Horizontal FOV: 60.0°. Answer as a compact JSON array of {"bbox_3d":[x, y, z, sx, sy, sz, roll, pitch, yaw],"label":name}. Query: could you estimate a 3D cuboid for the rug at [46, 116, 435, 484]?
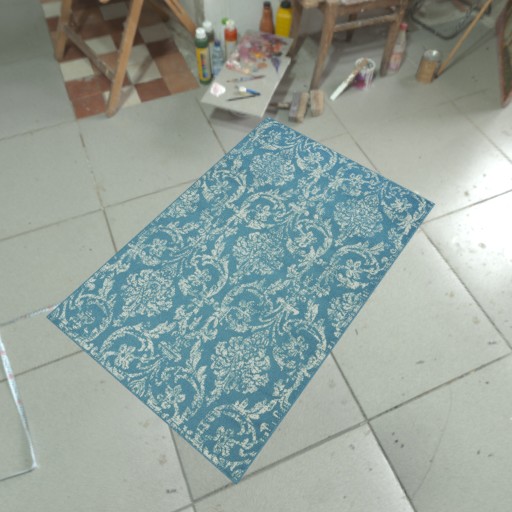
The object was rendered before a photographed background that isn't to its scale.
[{"bbox_3d":[0.000,0.000,3.567,1.816,0.018,2.746,33,64,19],"label":"rug"}]
